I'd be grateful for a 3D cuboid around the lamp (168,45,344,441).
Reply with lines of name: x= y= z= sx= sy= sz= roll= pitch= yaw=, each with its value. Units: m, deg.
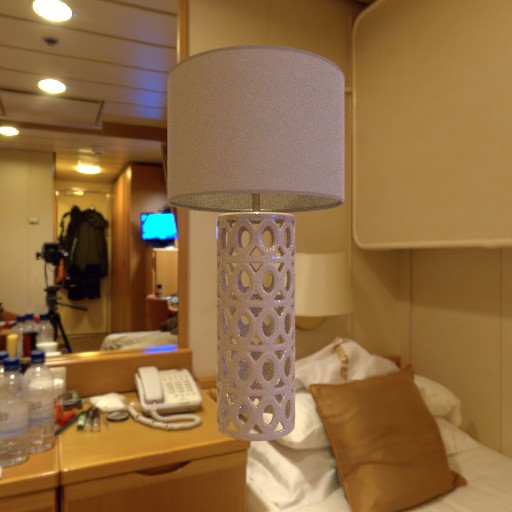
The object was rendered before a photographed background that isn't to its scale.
lamp: x=0.000 y=0.000 z=0.830 sx=0.324 sy=0.636 sz=0.325 roll=0 pitch=0 yaw=19
